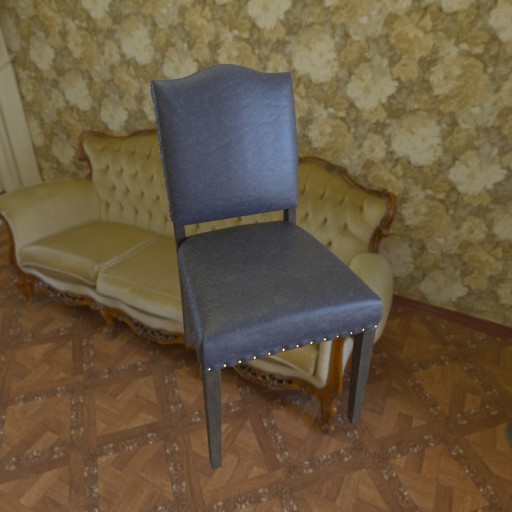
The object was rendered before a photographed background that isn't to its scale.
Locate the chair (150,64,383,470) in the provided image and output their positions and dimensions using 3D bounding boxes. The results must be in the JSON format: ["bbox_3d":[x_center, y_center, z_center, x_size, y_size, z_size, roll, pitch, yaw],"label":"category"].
[{"bbox_3d":[0.000,0.000,1.326,0.500,0.991,0.633,-11,33,-17],"label":"chair"}]
